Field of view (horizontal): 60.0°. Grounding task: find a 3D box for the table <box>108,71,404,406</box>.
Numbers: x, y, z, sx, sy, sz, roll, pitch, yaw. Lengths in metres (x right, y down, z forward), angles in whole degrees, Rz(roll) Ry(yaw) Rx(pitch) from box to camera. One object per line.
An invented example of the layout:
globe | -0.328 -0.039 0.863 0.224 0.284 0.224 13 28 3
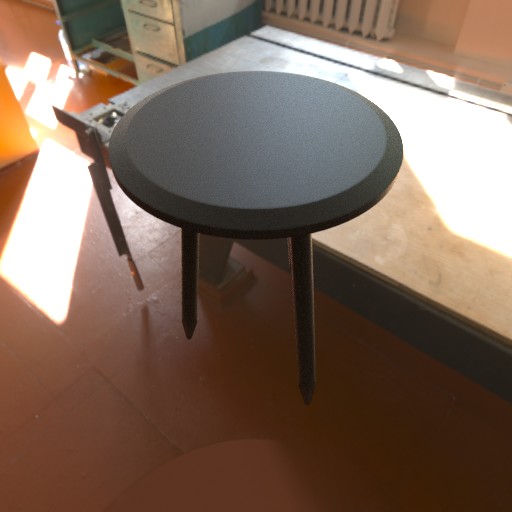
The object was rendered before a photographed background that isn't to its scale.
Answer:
table | 0.000 0.000 0.907 0.457 0.585 0.457 0 46 0
